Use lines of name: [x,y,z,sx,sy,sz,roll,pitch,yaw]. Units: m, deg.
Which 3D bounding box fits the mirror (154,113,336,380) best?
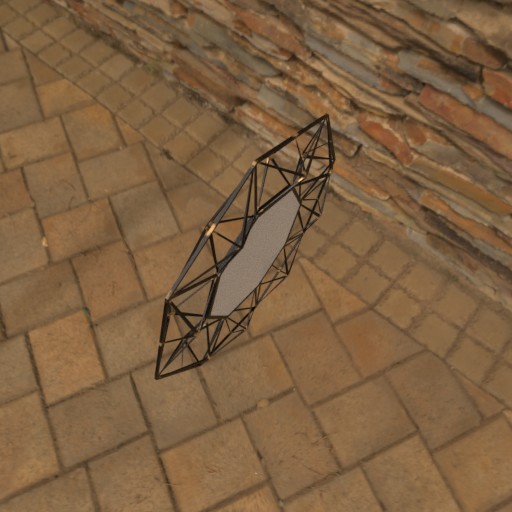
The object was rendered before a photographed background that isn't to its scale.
mirror: [0.000,0.000,1.050,0.094,0.710,0.710,33,68,15]
